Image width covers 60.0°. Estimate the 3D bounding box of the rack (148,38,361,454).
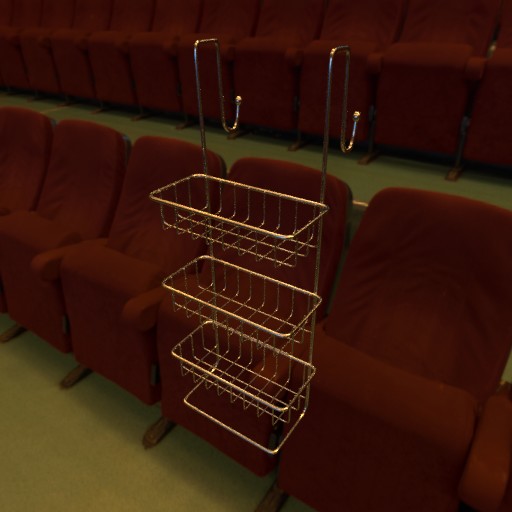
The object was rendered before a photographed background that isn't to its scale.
[{"bbox_3d":[0.000,0.000,0.663,0.228,0.574,0.202,19,35,29],"label":"rack"}]
